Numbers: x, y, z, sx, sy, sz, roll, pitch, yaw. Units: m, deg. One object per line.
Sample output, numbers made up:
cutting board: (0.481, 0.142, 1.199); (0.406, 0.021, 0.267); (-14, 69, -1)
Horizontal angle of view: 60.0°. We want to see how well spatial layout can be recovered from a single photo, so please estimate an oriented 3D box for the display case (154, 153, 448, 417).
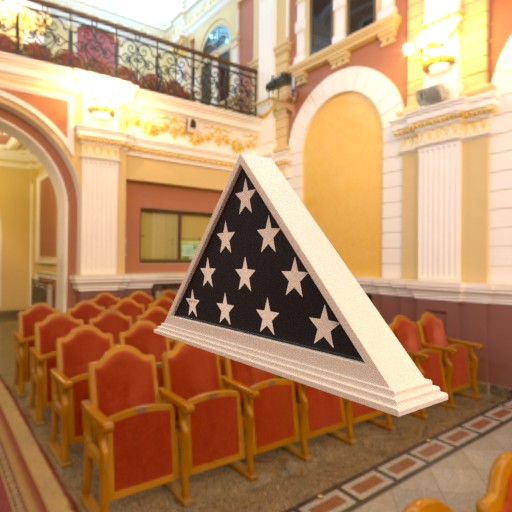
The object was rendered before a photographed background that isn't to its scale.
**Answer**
display case: (0.000, 0.000, 0.754); (0.095, 0.340, 0.640); (0, 0, -36)
